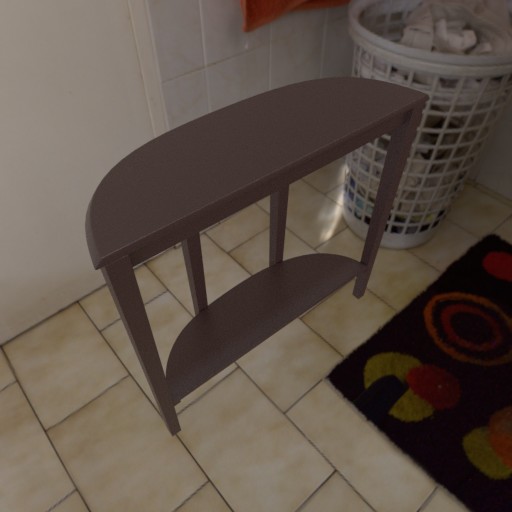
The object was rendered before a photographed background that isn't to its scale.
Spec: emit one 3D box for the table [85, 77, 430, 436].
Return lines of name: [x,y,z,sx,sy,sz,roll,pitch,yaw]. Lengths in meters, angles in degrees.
table: [0.000,0.000,1.299,0.909,0.831,0.274,-31,55,-25]
